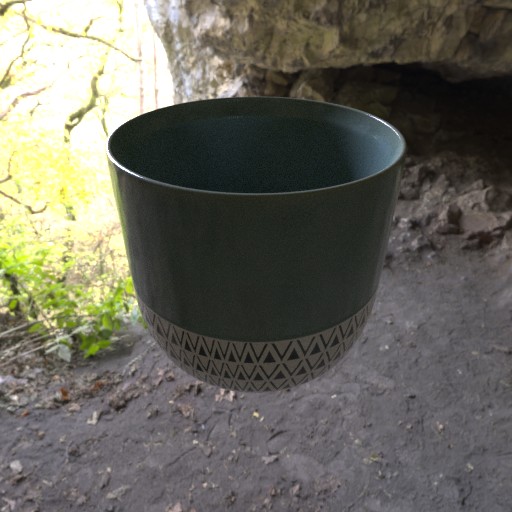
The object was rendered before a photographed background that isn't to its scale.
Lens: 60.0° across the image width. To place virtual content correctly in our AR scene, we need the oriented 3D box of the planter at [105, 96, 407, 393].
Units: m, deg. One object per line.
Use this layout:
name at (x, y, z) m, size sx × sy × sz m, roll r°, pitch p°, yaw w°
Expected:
planter at (0.000, 0.000, 0.478) m, size 0.266 × 0.270 × 0.266 m, roll 0°, pitch 33°, yaw 0°
